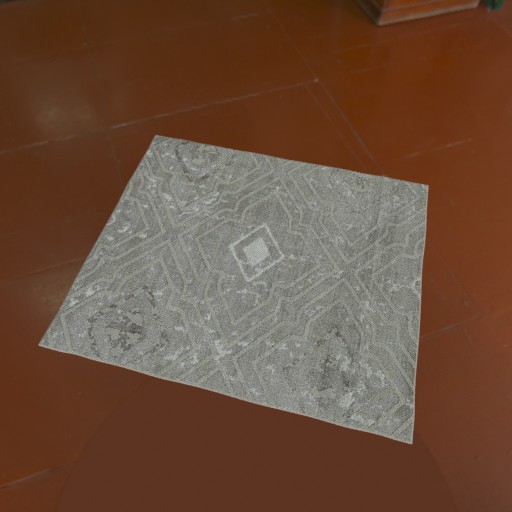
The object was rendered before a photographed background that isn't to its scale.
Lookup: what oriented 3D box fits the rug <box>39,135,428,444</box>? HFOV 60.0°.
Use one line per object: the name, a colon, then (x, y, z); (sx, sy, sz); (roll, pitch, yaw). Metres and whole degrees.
rug: (0.000, 0.000, 0.868); (0.639, 0.006, 0.548); (12, 58, 8)
